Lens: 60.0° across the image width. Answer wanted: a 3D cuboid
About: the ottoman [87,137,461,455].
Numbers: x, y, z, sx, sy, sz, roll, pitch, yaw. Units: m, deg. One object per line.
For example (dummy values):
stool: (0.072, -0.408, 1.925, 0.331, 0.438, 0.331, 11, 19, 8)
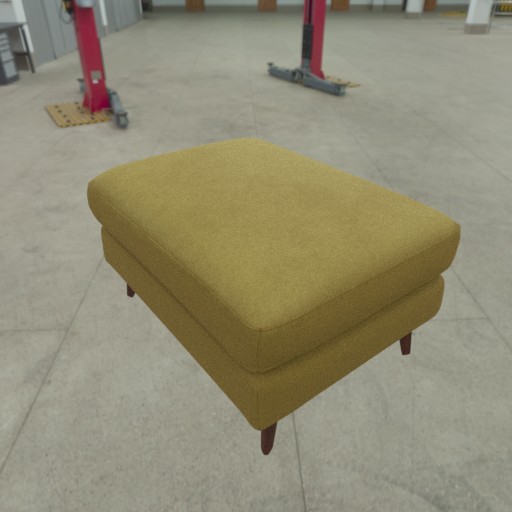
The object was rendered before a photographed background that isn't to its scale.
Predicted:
ottoman: (0.000, 0.000, 1.184, 0.608, 0.449, 0.811, -22, 38, -31)
